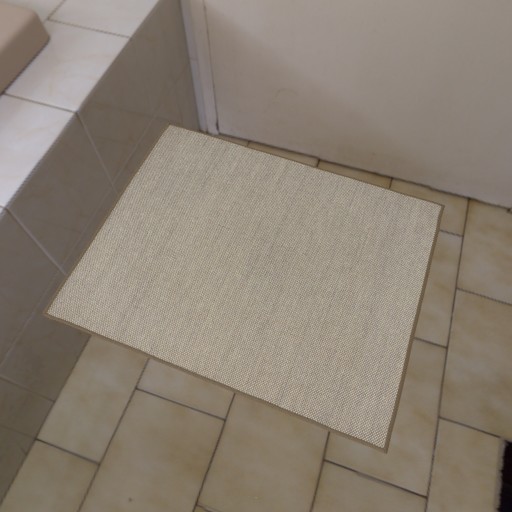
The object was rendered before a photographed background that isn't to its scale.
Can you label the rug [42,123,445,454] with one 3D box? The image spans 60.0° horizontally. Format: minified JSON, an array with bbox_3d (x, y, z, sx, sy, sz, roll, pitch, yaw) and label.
[{"bbox_3d":[0.000,0.000,4.072,3.041,0.020,2.413,19,63,10],"label":"rug"}]
